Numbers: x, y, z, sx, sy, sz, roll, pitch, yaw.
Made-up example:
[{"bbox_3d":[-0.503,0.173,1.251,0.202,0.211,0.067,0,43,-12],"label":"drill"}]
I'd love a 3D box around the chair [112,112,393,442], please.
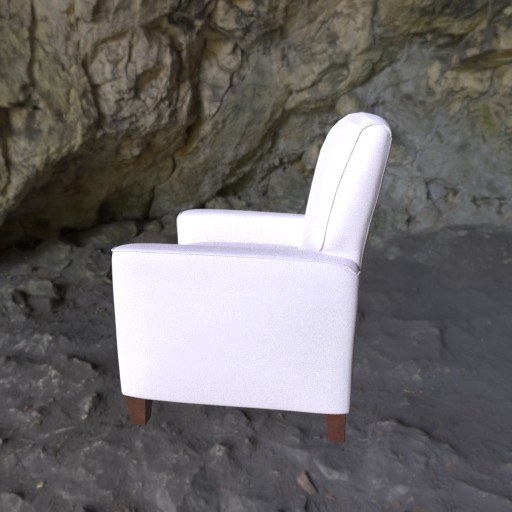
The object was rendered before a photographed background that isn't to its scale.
[{"bbox_3d":[0.000,0.000,1.700,0.858,1.028,0.841,2,15,7],"label":"chair"}]
